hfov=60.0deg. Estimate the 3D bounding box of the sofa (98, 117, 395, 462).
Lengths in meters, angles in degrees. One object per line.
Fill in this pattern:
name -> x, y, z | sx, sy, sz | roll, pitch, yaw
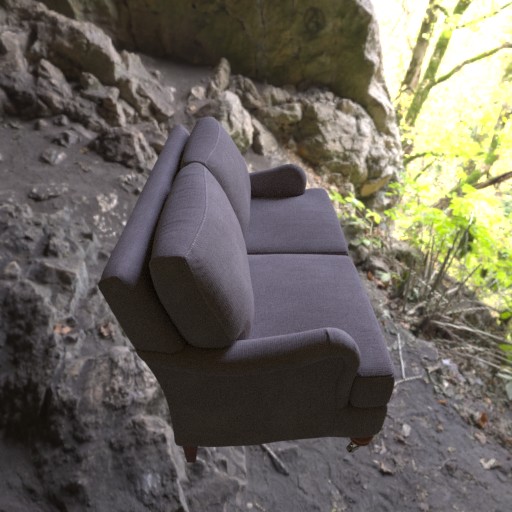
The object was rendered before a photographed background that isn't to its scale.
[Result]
sofa -> 0.000, 0.000, 2.437 | 1.084, 1.101, 1.853 | -1, 32, -1
